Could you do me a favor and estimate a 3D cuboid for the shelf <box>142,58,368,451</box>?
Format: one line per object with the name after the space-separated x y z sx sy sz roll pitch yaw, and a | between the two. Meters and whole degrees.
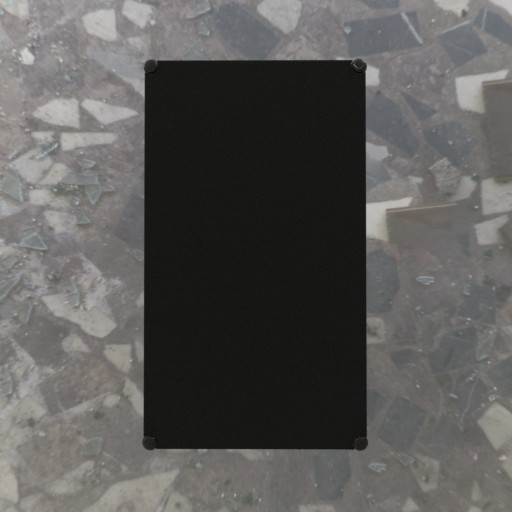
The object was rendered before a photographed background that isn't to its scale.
0.000 0.000 0.942 0.338 0.564 0.589 0 89 0 | shelf
